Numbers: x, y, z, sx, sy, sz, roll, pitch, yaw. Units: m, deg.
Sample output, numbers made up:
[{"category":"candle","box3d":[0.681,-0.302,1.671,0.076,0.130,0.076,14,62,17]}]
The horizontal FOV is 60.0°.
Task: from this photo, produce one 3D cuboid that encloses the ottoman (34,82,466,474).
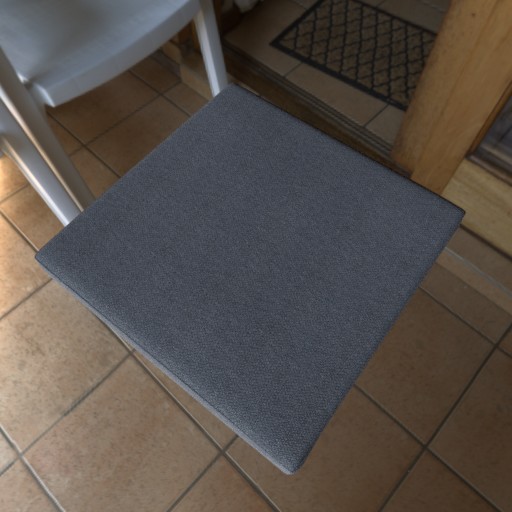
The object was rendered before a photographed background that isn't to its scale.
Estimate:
[{"category":"ottoman","box3d":[0.000,0.000,1.511,0.981,0.378,0.970,34,67,16]}]
